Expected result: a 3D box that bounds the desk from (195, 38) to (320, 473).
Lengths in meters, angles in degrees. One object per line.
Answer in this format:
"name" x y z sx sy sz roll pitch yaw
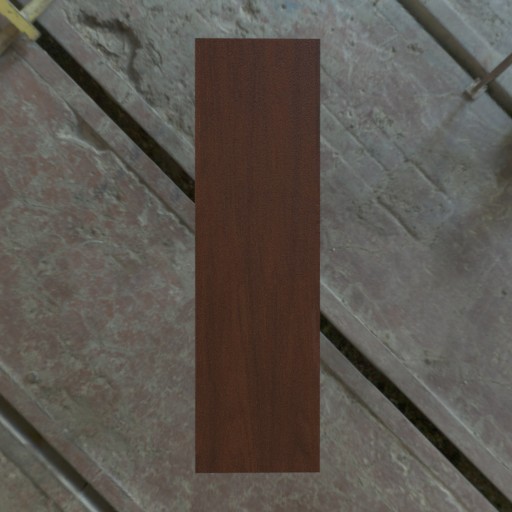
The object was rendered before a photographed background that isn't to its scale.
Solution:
"desk" 0.000 0.000 1.681 0.384 0.917 1.204 0 90 -1
